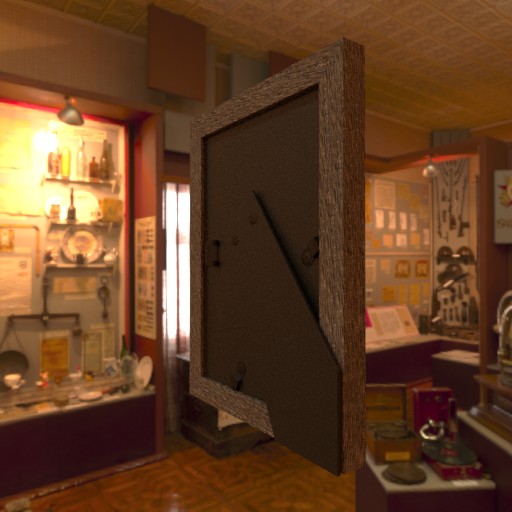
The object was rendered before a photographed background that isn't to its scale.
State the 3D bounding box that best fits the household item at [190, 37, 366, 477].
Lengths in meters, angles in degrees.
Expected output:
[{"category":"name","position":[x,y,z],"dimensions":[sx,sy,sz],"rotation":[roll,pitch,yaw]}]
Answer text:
[{"category":"household item","position":[0.000,0.000,0.281],"dimensions":[0.020,0.210,0.160],"rotation":[0,-1,-36]}]
